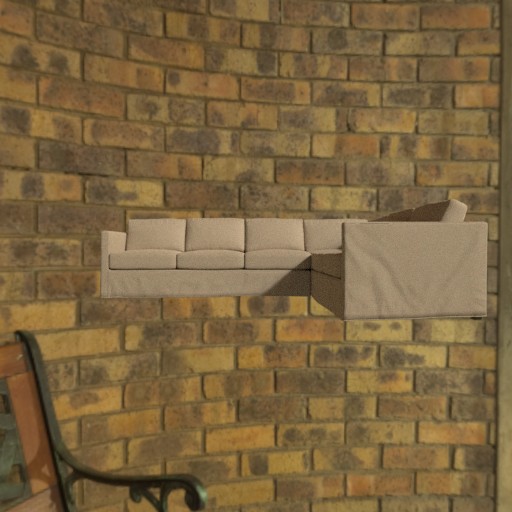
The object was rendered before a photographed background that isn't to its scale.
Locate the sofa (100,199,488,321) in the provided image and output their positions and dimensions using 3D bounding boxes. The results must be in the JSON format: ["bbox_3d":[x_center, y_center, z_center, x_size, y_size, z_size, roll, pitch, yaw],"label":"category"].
[{"bbox_3d":[0.000,0.000,4.244,3.182,0.871,2.432,0,1,-1],"label":"sofa"}]
